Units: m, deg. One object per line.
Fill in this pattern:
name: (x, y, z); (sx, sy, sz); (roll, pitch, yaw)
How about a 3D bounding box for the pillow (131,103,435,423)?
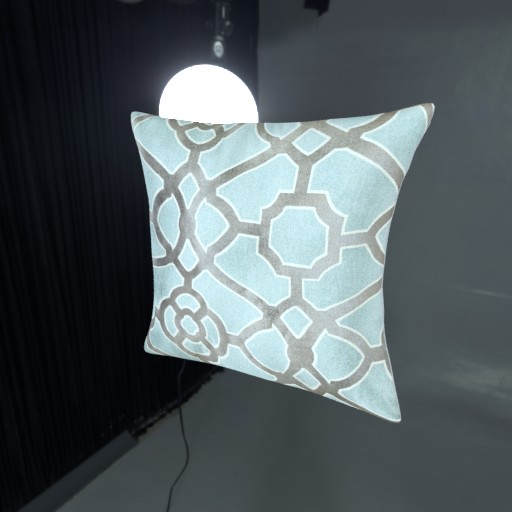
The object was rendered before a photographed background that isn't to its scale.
pillow: (0.000, 0.000, 0.799); (0.552, 0.508, 0.166); (8, 18, 27)
